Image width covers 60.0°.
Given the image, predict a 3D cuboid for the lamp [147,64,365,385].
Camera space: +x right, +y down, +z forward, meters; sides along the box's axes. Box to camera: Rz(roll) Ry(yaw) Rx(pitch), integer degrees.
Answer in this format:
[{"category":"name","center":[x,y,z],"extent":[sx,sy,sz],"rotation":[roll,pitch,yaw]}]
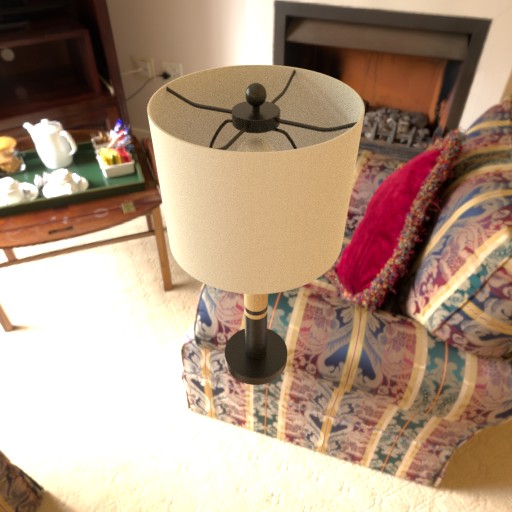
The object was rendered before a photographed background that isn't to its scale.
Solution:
[{"category":"lamp","center":[0.000,0.000,0.827],"extent":[0.305,0.640,0.305],"rotation":[-12,43,-13]}]
